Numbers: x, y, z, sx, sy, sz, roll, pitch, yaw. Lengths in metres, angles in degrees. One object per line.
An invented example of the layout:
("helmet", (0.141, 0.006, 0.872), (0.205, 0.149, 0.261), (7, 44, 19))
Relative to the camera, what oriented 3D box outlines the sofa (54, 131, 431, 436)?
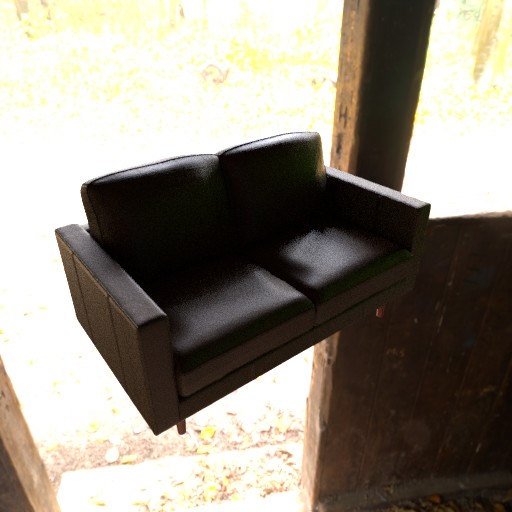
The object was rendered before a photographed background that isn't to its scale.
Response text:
("sofa", (0.000, 0.000, 2.177), (1.578, 0.951, 0.909), (-21, 36, -32))
